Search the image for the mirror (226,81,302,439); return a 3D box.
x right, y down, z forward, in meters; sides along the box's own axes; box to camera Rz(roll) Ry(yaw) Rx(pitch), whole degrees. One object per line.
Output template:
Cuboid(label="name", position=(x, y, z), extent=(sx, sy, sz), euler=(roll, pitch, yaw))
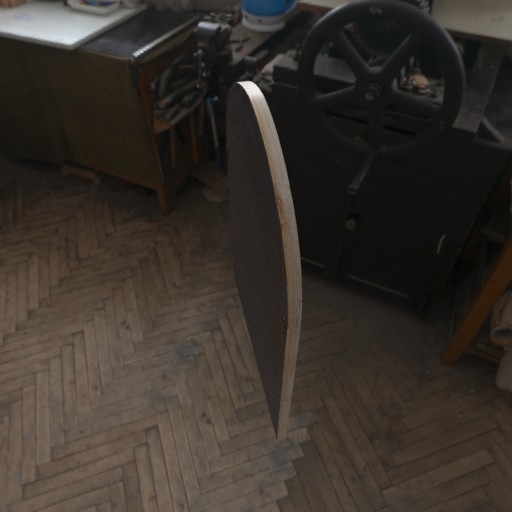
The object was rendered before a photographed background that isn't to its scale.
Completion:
Cuboid(label="mirror", position=(0.000, 0.000, 1.207), extent=(0.032, 0.920, 0.660), euler=(-10, 48, -9))
